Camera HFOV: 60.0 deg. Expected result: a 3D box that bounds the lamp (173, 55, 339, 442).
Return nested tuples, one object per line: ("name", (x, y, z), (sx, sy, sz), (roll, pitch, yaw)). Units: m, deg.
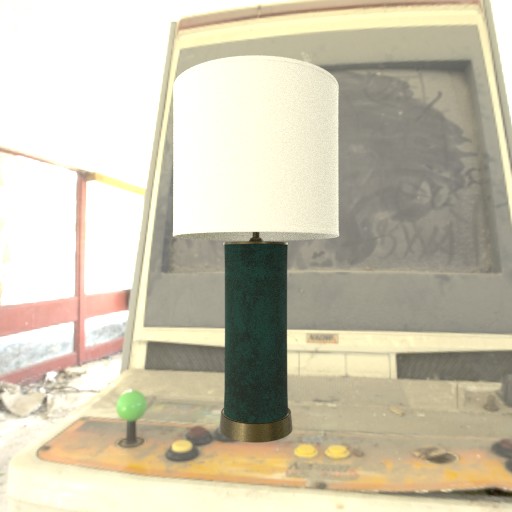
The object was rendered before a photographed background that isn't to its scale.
("lamp", (0.000, 0.000, 0.816), (0.301, 0.630, 0.301), (0, -1, 35))
